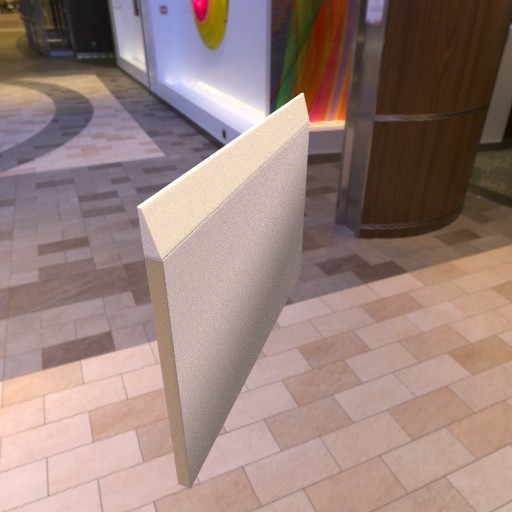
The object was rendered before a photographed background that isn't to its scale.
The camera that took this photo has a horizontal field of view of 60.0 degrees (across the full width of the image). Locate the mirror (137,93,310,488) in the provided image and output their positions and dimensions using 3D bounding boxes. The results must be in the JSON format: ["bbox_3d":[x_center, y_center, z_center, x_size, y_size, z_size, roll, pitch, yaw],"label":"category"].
[{"bbox_3d":[0.000,0.000,1.112,0.030,0.630,0.870,10,32,17],"label":"mirror"}]
